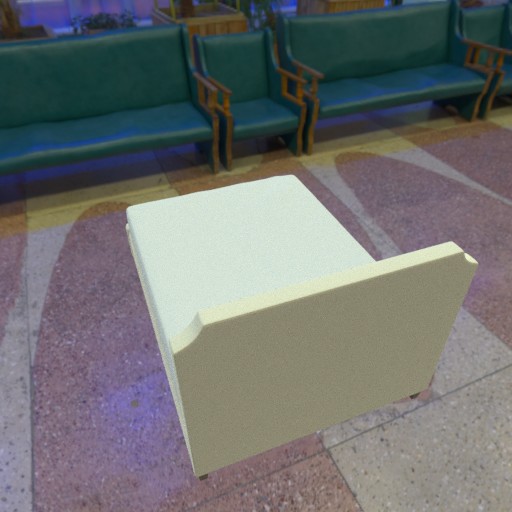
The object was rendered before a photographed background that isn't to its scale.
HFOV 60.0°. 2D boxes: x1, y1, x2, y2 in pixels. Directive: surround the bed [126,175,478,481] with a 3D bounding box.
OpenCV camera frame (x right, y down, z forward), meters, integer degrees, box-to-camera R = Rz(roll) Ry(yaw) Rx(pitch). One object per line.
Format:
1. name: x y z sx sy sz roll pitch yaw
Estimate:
1. bed: 0.000 0.000 3.363 1.703 1.415 2.329 -14 41 -16
